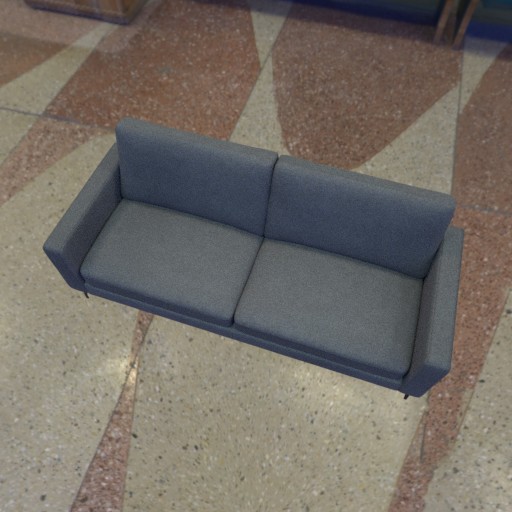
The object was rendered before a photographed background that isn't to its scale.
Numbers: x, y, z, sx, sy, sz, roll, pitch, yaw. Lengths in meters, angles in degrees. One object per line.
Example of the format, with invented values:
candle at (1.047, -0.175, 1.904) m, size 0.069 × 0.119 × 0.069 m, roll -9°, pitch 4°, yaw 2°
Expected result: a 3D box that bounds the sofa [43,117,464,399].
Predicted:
sofa at (0.000, 0.000, 2.284) m, size 1.925 × 0.828 × 0.774 m, roll 16°, pitch 60°, yaw 10°
